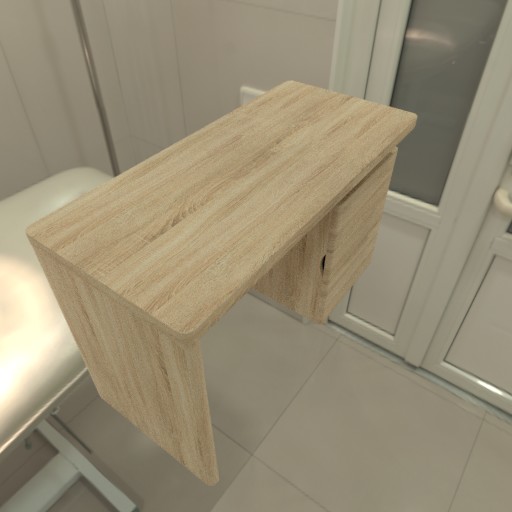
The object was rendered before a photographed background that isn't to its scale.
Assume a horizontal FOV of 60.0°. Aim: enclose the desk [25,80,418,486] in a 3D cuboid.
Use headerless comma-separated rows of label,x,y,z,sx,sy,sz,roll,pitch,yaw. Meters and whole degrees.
desk,0.000,0.000,1.578,0.550,0.760,1.200,26,49,26
